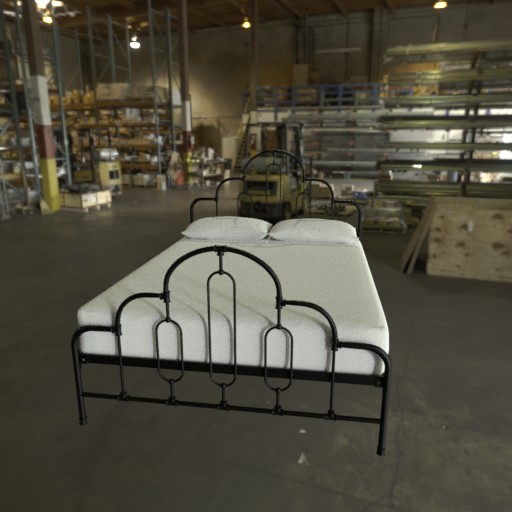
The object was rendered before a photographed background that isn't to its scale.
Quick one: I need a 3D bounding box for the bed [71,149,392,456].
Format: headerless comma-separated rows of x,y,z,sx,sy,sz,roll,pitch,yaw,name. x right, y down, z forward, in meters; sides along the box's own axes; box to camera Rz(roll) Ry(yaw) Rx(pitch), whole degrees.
0.000,0.000,3.160,1.626,1.444,2.181,2,15,9,bed
